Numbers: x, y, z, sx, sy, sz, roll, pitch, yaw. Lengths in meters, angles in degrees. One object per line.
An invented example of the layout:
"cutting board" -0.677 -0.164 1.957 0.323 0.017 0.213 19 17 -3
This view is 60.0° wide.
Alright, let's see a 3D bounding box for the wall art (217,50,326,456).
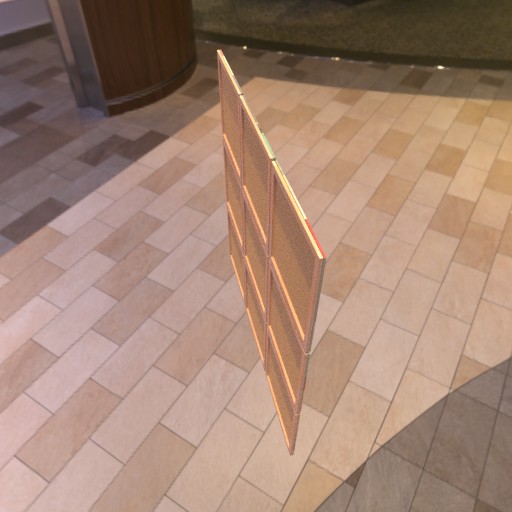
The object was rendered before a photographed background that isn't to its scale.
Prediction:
"wall art" 0.000 0.000 1.385 0.012 0.910 0.911 -11 47 -10
